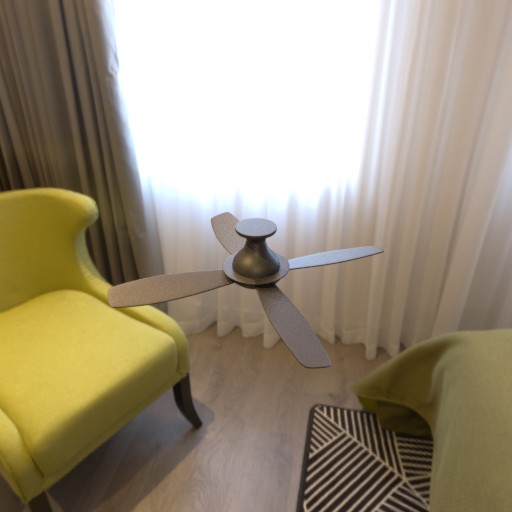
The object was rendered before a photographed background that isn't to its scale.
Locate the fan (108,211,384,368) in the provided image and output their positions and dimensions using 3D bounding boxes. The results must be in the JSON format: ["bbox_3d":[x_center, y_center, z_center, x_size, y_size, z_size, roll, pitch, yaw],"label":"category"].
[{"bbox_3d":[0.000,0.000,2.586,1.694,0.382,1.694,-10,31,-16],"label":"fan"}]
